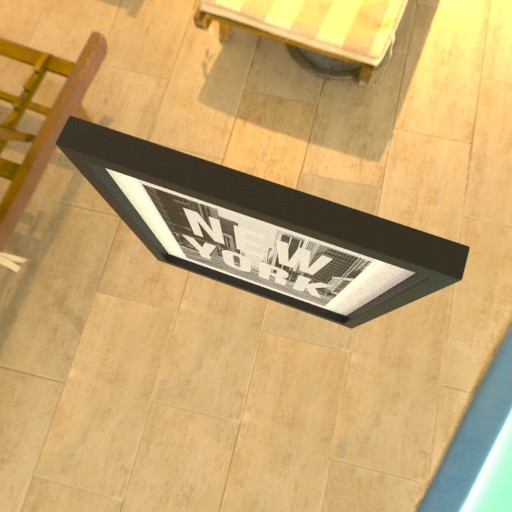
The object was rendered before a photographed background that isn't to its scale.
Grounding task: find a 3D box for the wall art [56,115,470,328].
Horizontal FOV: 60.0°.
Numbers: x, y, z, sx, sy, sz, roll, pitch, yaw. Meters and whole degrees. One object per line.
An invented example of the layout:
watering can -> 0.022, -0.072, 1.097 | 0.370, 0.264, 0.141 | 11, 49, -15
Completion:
wall art -> 0.000, 0.000, 0.524 | 0.328, 0.381, 0.028 | 19, 76, 5
